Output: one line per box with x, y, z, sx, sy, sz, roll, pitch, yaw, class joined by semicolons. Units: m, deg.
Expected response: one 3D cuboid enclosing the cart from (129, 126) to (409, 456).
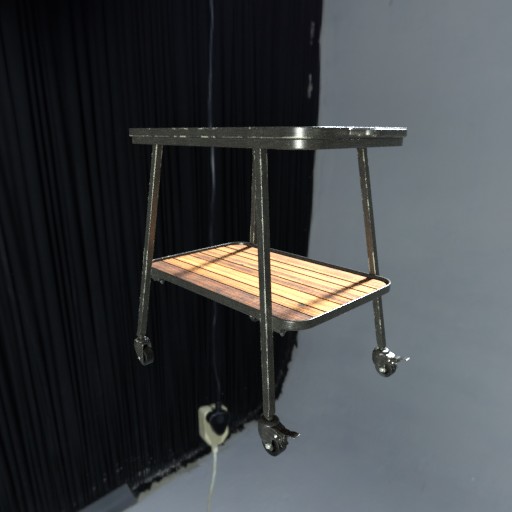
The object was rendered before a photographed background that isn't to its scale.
0.000;0.000;1.264;0.515;0.700;0.806;-15;21;-42;cart
